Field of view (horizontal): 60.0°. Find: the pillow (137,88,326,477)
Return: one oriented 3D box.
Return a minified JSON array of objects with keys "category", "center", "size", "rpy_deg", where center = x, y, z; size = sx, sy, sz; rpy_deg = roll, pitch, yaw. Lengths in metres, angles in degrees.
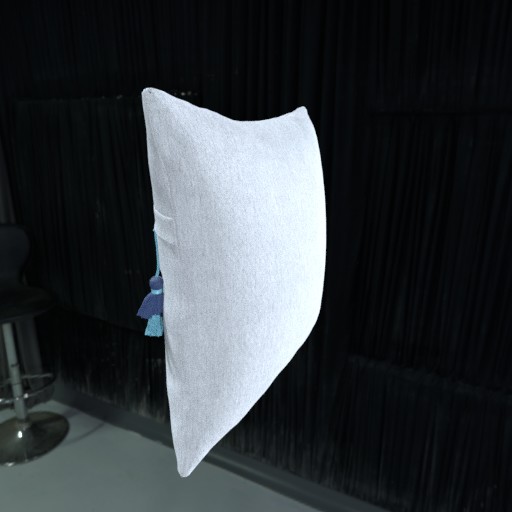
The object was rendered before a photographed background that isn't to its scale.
[{"category":"pillow","center":[0.000,0.000,0.655],"size":[0.173,0.436,0.433],"rpy_deg":[8,18,25]}]
